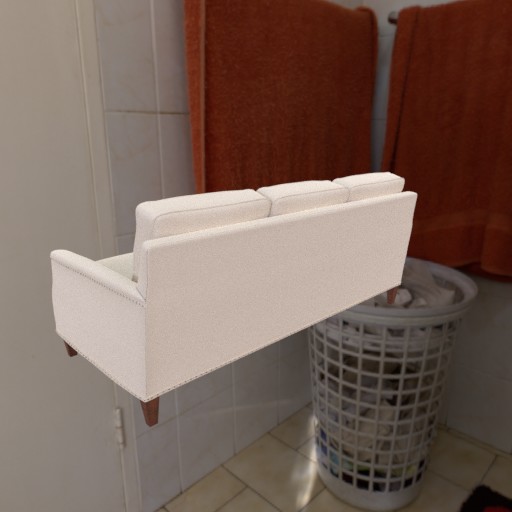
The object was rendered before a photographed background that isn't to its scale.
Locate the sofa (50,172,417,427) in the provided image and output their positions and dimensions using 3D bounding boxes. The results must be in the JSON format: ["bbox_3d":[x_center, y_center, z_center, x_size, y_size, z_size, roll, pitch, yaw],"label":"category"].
[{"bbox_3d":[0.000,0.000,2.867,2.246,1.003,1.084,-15,22,-42],"label":"sofa"}]
